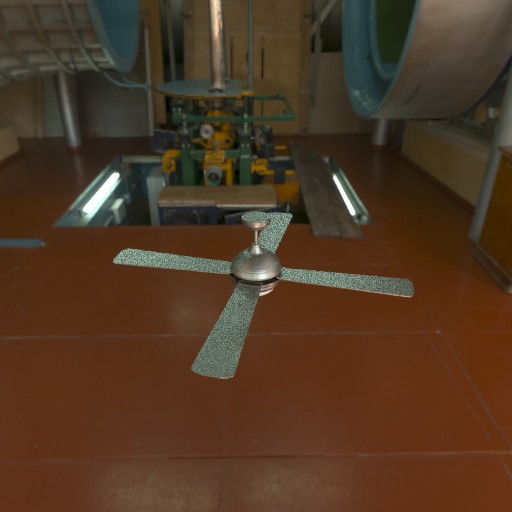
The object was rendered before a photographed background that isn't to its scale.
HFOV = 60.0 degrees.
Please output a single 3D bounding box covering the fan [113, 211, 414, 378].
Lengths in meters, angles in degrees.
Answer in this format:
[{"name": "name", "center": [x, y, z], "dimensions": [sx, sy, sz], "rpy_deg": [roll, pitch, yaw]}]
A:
[{"name": "fan", "center": [0.000, 0.000, 1.992], "dimensions": [1.321, 0.381, 1.321], "rpy_deg": [17, 33, 29]}]
